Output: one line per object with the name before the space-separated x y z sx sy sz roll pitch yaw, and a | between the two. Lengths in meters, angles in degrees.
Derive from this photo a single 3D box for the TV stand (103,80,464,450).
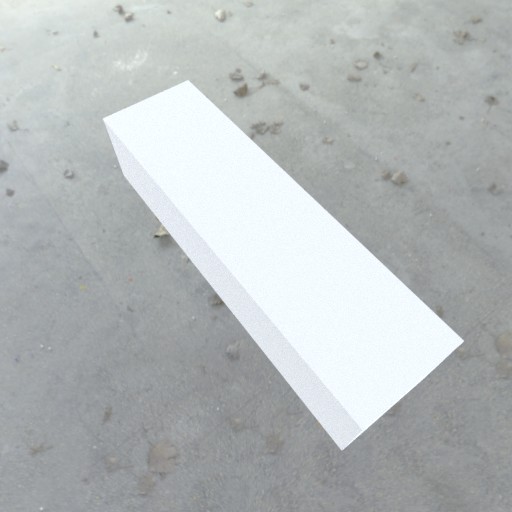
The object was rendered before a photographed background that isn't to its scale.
TV stand | 0.000 0.000 1.679 0.401 0.560 1.398 -32 63 -19
